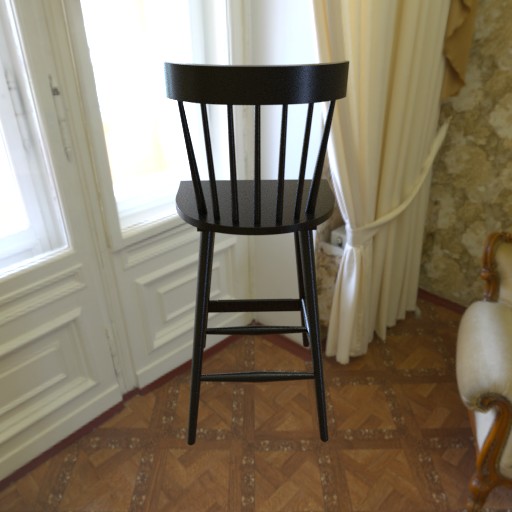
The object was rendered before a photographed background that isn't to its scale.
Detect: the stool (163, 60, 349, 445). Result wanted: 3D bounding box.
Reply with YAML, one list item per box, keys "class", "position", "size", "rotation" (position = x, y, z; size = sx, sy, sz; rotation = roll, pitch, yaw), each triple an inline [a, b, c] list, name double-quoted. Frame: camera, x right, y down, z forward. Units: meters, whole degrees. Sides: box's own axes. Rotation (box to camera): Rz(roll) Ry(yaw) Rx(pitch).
- class: "stool"
  position: [0.000, 0.000, 1.346]
  size: [0.482, 1.092, 0.483]
  rotation: [-1, 29, -1]
